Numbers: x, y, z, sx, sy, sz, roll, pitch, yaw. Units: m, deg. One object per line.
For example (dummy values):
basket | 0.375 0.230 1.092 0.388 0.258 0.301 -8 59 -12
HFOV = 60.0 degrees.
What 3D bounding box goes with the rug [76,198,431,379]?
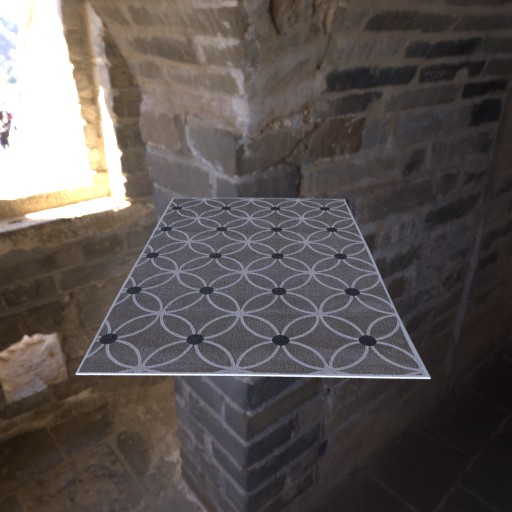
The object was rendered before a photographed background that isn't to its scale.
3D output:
rug | 0.000 0.000 2.902 1.522 0.008 2.284 0 27 1
